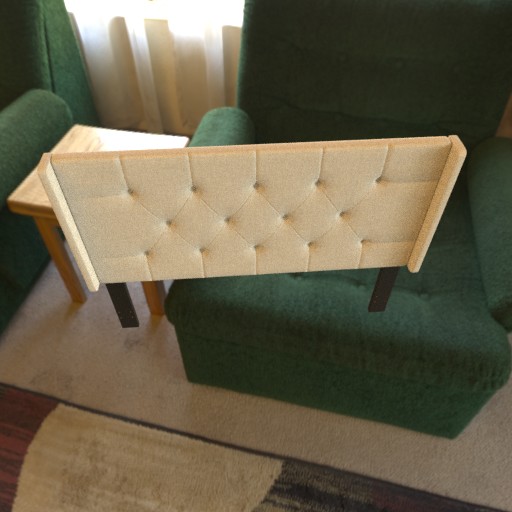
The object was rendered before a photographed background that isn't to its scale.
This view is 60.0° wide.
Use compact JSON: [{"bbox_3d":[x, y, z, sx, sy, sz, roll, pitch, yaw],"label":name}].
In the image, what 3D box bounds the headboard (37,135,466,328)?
[{"bbox_3d":[0.000,0.000,2.713,2.051,1.524,0.184,-3,47,-3],"label":"headboard"}]
